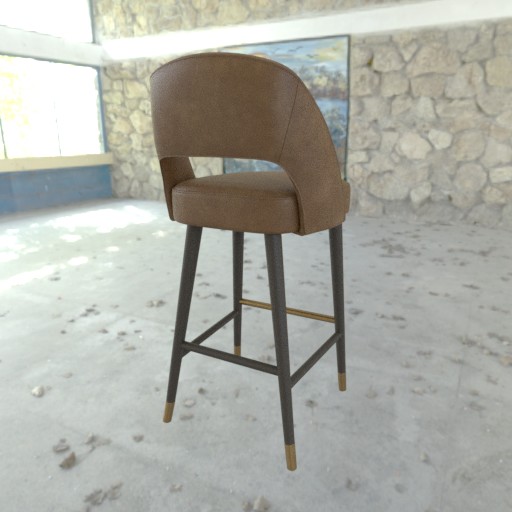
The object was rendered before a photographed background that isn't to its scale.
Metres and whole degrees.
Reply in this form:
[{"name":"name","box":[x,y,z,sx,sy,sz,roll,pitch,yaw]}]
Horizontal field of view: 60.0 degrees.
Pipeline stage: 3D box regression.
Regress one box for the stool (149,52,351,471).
[{"name":"stool","box":[0.000,0.000,1.310,0.494,1.037,0.509,8,18,27]}]
